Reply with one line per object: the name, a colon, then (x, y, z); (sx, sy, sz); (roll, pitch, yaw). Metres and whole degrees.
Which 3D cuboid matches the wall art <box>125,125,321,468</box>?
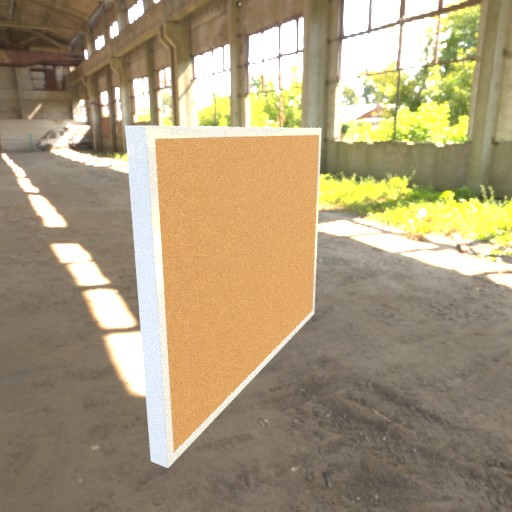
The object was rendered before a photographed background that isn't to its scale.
wall art: (0.000, 0.000, 1.413); (0.053, 0.787, 1.041); (8, 18, 26)
